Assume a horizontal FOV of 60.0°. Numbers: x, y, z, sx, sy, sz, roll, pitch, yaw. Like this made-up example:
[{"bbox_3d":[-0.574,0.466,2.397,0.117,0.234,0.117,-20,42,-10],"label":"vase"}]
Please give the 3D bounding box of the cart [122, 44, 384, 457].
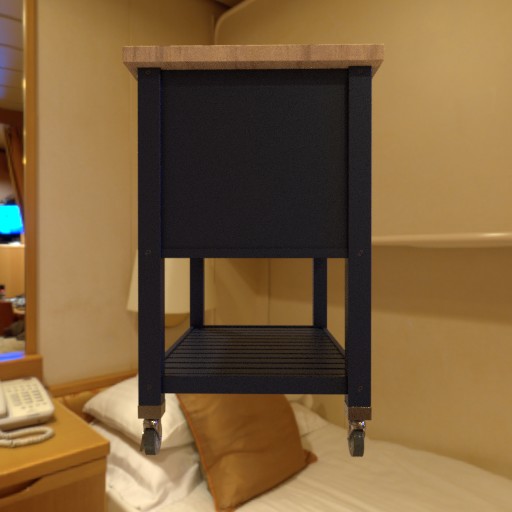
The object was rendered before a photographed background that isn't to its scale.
[{"bbox_3d":[0.000,0.000,1.362,0.567,0.920,0.797,0,0,1],"label":"cart"}]
